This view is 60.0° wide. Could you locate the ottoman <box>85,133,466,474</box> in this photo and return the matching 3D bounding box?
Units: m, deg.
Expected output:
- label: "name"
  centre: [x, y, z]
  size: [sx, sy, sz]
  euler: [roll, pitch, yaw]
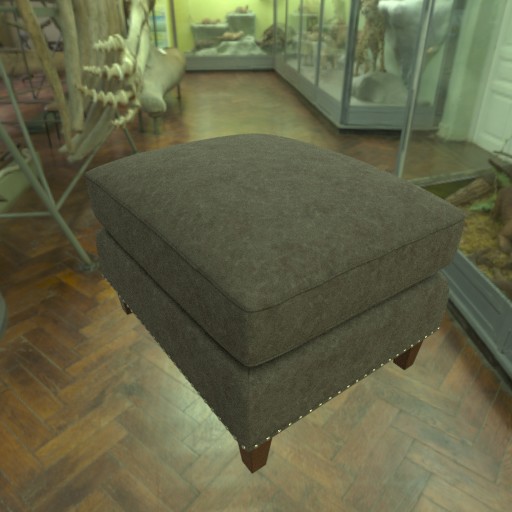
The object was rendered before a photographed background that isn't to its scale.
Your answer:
- label: "ottoman"
  centre: [0.000, 0.000, 1.116]
  size: [0.584, 0.513, 0.741]
  euler: [-20, 36, -31]
